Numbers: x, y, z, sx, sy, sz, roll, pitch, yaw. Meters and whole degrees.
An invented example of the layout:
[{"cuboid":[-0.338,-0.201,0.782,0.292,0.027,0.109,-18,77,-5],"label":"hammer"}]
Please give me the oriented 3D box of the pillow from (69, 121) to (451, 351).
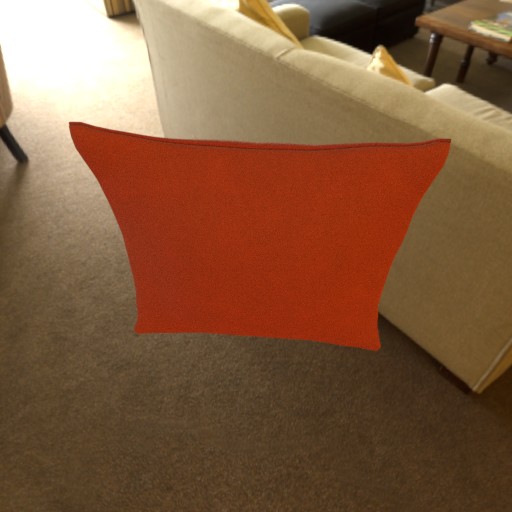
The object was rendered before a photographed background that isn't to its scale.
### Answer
[{"cuboid":[0.000,0.000,0.645,0.435,0.416,0.151,3,47,3],"label":"pillow"}]
